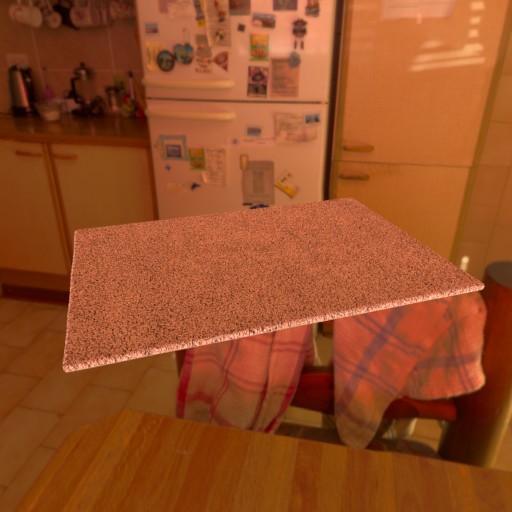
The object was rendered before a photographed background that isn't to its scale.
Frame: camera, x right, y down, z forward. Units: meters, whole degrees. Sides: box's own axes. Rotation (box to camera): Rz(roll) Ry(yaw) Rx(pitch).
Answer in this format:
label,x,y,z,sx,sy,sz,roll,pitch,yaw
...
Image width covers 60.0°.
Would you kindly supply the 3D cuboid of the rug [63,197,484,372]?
label,x,y,z,sx,sy,sz,roll,pitch,yaw
rug,0.000,0.000,2.264,1.778,0.030,1.219,-8,28,-16
